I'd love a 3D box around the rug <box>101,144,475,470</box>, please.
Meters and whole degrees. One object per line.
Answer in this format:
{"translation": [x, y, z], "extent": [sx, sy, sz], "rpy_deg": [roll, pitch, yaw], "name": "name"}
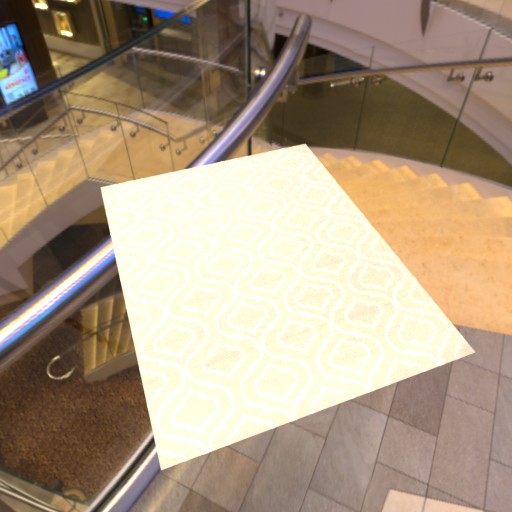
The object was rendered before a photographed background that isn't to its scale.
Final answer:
{"translation": [0.000, 0.000, 3.840], "extent": [2.283, 0.006, 2.892], "rpy_deg": [-15, 48, -14], "name": "rug"}
